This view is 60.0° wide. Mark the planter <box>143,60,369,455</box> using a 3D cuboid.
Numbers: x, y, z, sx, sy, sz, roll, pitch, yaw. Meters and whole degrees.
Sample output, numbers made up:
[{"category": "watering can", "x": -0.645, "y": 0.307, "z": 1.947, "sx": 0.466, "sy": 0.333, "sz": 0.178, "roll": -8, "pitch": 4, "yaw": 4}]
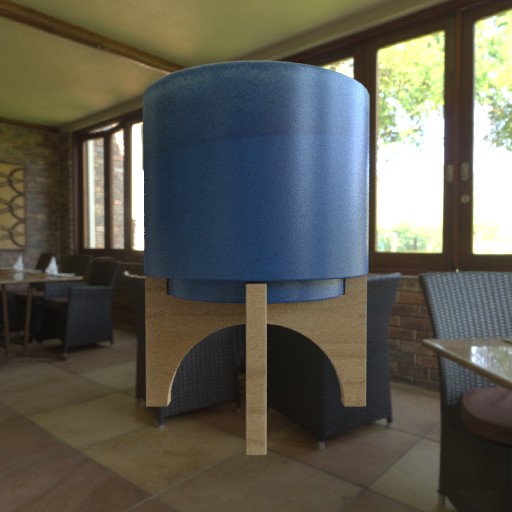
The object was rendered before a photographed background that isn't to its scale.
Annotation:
[{"category": "planter", "x": 0.000, "y": 0.000, "z": 0.391, "sx": 0.192, "sy": 0.263, "sz": 0.192, "roll": 0, "pitch": 2, "yaw": 0}]
